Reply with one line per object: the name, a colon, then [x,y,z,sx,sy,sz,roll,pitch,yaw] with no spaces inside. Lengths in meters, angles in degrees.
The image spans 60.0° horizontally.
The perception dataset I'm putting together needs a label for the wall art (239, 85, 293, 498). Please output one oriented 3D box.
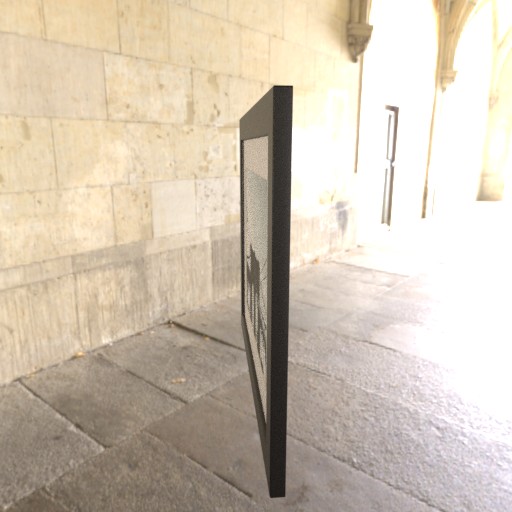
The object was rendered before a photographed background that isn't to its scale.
wall art: [0.000,0.000,0.711,0.018,0.450,0.521,-1,14,-5]
